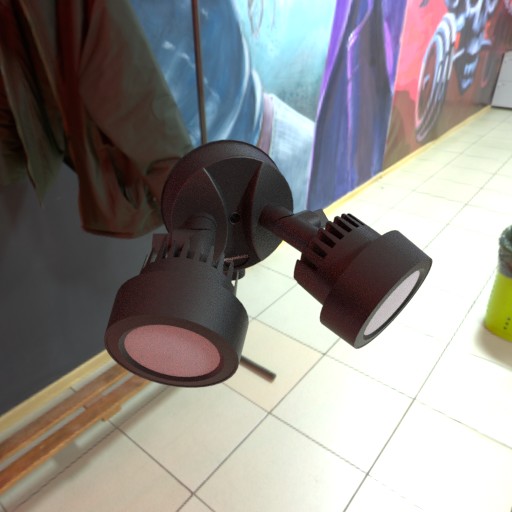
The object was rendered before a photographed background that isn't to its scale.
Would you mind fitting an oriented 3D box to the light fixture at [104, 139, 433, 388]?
[{"bbox_3d":[0.000,0.000,0.314,0.213,0.120,0.168,-10,32,-16],"label":"light fixture"}]
